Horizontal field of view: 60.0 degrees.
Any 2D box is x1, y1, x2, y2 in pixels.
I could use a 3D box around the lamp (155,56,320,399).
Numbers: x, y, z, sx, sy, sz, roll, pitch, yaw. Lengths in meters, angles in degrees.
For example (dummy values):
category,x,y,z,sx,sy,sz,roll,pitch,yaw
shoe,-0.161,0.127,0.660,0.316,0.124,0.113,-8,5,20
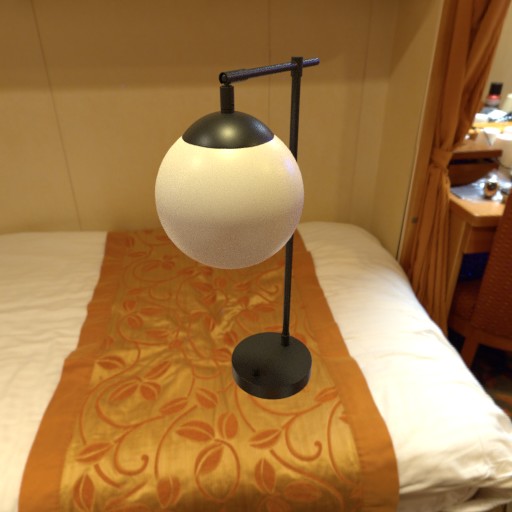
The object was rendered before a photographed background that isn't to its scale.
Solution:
category,x,y,z,sx,sy,sz,roll,pitch,yaw
lamp,0.000,0.000,0.696,0.197,0.559,0.316,19,35,30
